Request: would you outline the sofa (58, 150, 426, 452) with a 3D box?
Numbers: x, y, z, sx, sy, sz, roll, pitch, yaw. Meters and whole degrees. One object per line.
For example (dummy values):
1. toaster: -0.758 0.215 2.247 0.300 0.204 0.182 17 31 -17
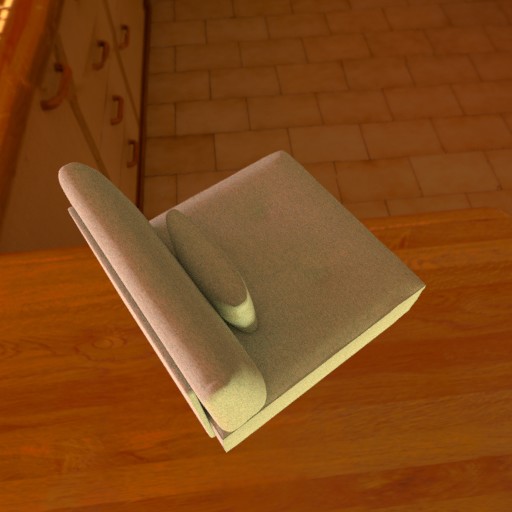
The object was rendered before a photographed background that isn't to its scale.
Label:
1. sofa: 0.000 0.000 1.712 1.000 0.820 0.930 -32 64 -18
